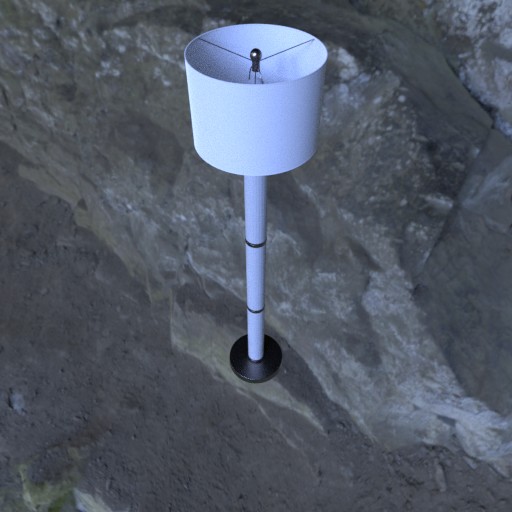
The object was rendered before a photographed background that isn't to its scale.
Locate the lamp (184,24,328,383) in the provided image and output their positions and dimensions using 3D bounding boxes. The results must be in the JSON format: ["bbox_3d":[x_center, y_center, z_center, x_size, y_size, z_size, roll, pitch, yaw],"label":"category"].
[{"bbox_3d":[0.000,0.000,1.746,0.377,1.599,0.377,-22,51,-19],"label":"lamp"}]
